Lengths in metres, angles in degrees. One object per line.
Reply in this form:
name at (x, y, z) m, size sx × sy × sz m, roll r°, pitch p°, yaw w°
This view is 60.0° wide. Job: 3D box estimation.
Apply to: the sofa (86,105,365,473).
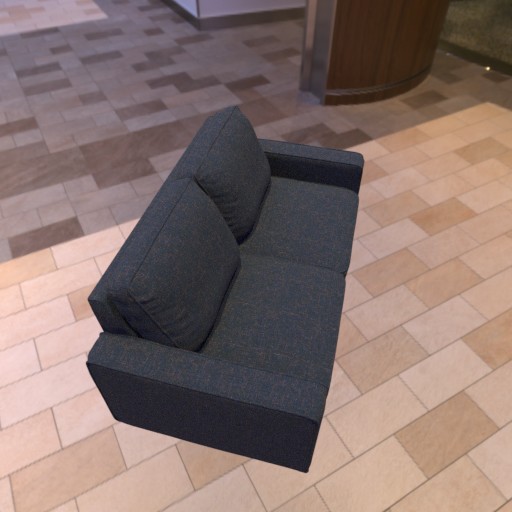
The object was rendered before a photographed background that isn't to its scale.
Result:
sofa at (0.000, 0.000, 2.274) m, size 0.947 × 0.918 × 1.709 m, roll 11°, pitch 47°, yaw 10°
